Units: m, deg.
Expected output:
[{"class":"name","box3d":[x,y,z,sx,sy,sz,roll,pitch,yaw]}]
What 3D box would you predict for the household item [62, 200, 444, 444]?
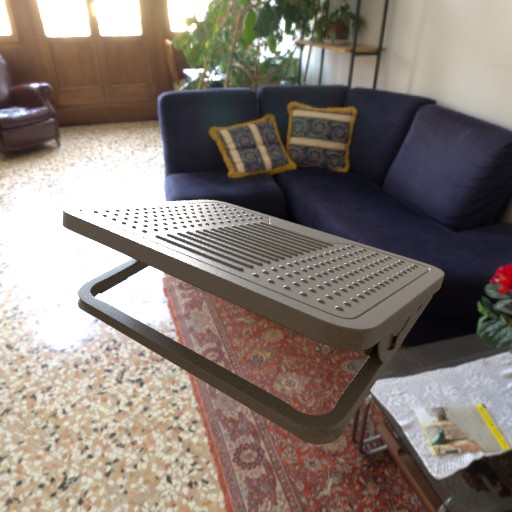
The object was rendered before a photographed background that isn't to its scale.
[{"class":"household item","box3d":[0.000,0.000,0.543,0.390,0.126,0.301,20,36,31]}]
